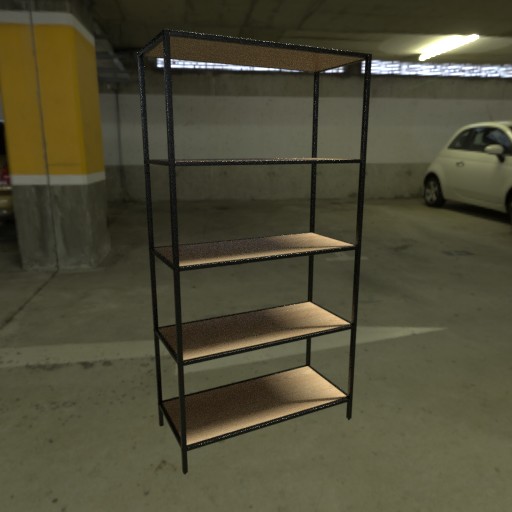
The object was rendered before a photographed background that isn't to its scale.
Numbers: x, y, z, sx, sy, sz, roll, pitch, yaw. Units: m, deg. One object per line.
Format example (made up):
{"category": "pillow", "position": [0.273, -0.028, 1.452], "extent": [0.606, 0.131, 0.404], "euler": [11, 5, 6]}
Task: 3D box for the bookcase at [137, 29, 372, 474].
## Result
{"category": "bookcase", "position": [0.000, 0.000, 1.768], "extent": [0.770, 1.500, 0.350], "euler": [-7, 15, -26]}
